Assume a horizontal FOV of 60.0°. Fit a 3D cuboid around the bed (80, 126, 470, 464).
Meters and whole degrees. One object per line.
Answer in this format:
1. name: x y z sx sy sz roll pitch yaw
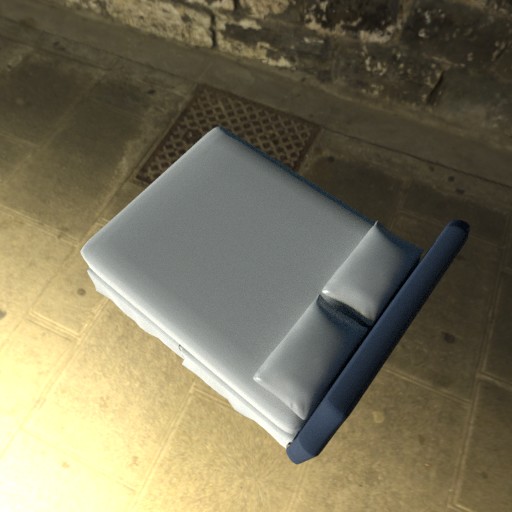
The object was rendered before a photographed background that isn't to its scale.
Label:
1. bed: 0.000 0.000 3.334 2.260 1.297 1.831 36 68 16
